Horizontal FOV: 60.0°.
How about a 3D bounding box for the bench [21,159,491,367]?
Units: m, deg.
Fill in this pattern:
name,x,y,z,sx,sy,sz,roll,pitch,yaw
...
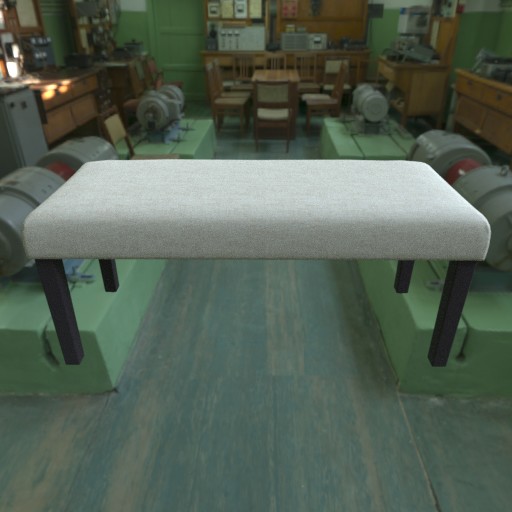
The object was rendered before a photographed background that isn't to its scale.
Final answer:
name,x,y,z,sx,sy,sz,roll,pitch,yaw
bench,0.000,0.000,1.202,1.013,0.456,0.407,0,29,0
